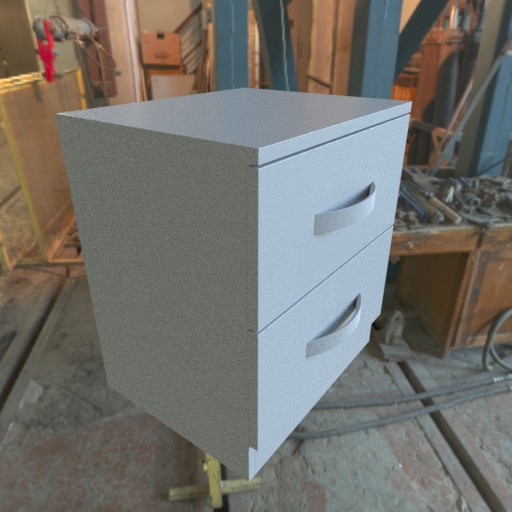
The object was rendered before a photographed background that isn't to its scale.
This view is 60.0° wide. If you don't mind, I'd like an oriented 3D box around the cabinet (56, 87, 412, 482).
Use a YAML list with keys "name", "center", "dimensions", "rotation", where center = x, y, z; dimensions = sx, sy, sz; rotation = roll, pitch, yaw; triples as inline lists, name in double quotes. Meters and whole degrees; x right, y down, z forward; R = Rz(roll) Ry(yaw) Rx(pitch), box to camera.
- name: "cabinet"
  center: [0.000, 0.000, 0.734]
  dimensions: [0.360, 0.470, 0.400]
  rotation: [19, 32, 33]
